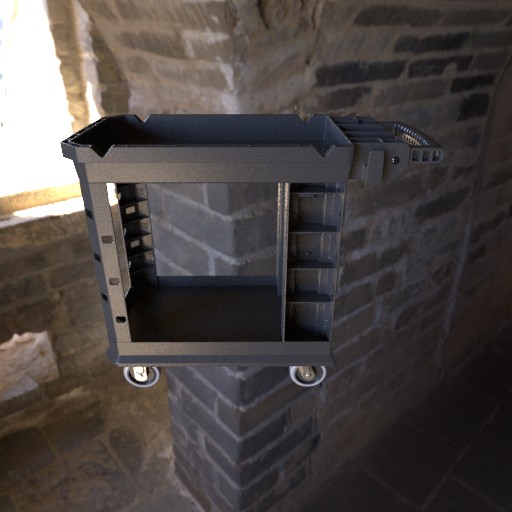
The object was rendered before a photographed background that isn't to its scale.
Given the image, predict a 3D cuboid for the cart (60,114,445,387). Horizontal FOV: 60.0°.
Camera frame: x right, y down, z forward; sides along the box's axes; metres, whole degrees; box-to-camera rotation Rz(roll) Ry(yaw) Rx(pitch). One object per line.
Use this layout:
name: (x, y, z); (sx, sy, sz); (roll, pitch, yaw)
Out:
cart: (0.000, 0.000, 1.562); (1.061, 0.884, 0.497); (0, 27, 0)
